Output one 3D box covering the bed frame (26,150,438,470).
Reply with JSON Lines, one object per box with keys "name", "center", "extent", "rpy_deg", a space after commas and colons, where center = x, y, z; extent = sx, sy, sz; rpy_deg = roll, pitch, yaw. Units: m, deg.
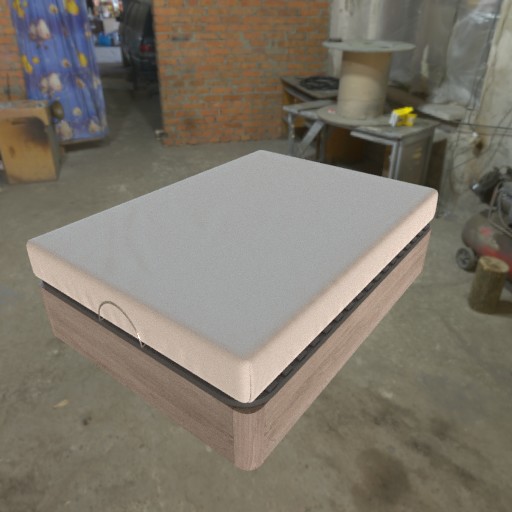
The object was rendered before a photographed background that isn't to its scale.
{"name": "bed frame", "center": [0.000, 0.000, 2.540], "extent": [1.400, 0.561, 1.900], "rpy_deg": [21, 36, 32]}
